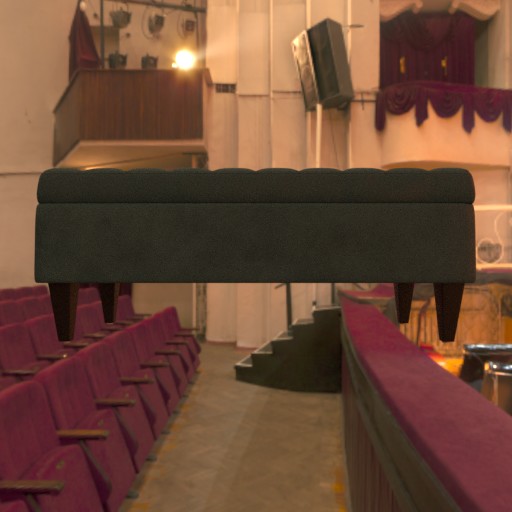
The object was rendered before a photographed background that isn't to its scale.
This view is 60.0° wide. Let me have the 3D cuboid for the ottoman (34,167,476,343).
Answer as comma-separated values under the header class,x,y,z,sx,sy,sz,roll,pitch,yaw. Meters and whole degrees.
class,x,y,z,sx,sy,sz,roll,pitch,yaw
ottoman,0.000,0.000,1.374,1.151,0.469,0.482,0,-1,0
